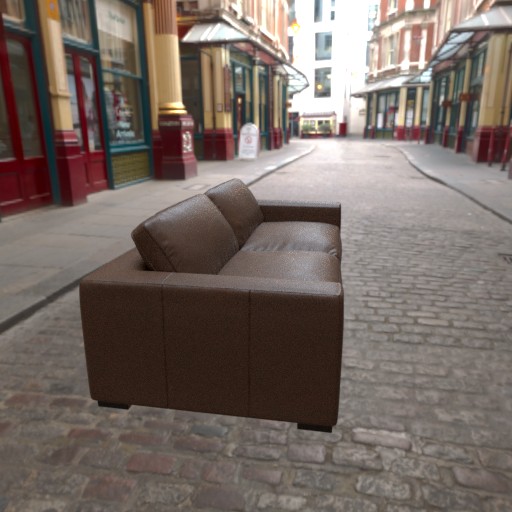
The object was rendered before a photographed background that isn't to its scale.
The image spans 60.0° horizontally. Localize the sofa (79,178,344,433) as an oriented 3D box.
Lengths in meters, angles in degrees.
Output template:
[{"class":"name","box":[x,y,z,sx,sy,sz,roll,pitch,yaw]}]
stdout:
[{"class":"sofa","box":[0.000,0.000,2.769,1.070,0.801,2.262,3,16,10]}]
